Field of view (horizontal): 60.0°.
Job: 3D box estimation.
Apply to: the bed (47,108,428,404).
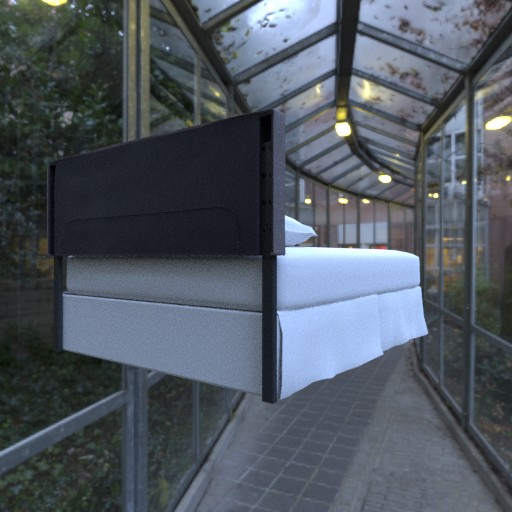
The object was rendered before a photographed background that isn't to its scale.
[{"bbox_3d":[0.000,0.000,2.813,1.610,1.089,1.894,0,0,37],"label":"bed"}]
